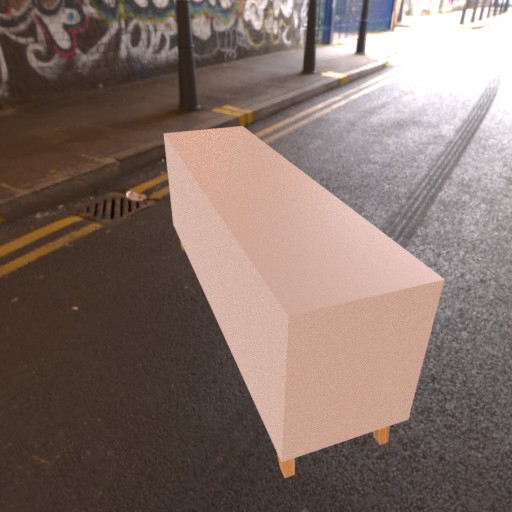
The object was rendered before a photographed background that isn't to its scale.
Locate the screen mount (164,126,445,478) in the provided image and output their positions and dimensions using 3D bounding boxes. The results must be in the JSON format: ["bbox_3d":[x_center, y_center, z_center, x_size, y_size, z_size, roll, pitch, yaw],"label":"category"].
[{"bbox_3d":[0.000,0.000,1.740,0.400,0.619,1.490,-11,32,-17],"label":"screen mount"}]
